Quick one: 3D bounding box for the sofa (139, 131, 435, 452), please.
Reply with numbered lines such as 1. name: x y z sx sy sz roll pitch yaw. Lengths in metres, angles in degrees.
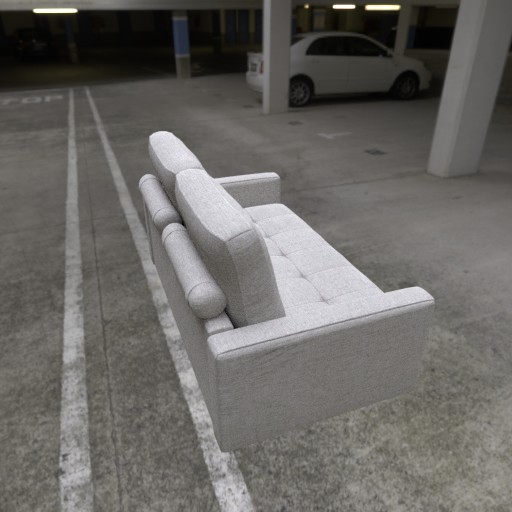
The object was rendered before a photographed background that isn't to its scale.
1. sofa: 0.000 0.000 1.992 0.842 0.907 1.407 -11 31 -18
